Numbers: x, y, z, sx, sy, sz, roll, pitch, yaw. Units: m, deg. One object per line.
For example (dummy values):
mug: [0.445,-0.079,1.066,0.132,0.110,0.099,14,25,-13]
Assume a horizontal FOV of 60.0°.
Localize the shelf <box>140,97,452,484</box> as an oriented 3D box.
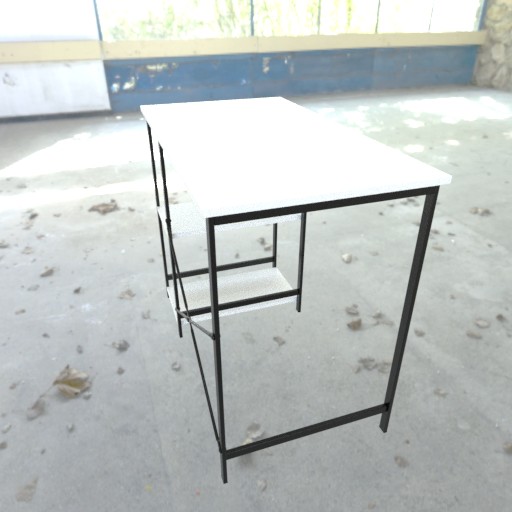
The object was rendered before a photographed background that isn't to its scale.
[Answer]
shelf: [0.000,0.000,1.348,0.498,0.750,0.902,-10,31,-16]
